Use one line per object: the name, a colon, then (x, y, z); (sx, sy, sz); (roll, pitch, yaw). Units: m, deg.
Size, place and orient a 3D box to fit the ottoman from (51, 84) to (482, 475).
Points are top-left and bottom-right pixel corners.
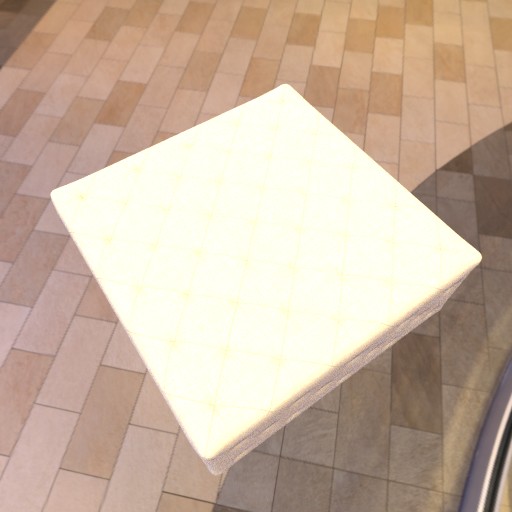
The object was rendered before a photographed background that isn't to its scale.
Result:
ottoman: (0.000, 0.000, 1.611); (1.028, 0.439, 1.028); (-31, 63, -18)
